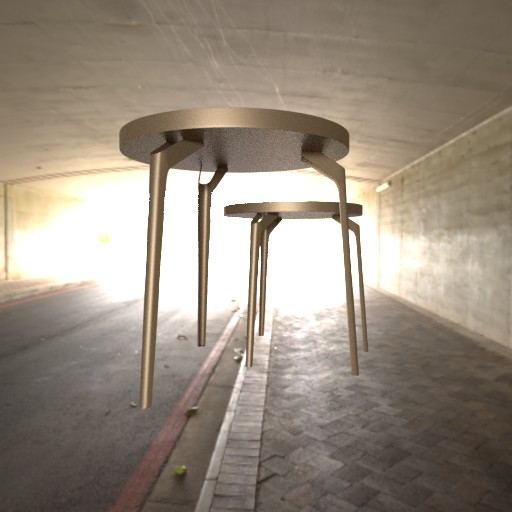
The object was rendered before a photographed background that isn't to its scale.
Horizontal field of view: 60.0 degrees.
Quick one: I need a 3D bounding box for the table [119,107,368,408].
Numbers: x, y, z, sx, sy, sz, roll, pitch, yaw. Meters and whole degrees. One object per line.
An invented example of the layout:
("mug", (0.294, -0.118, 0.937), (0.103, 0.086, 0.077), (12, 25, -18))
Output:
("table", (0.000, 0.000, 1.135), (0.532, 0.555, 0.751), (1, 2, 35))
